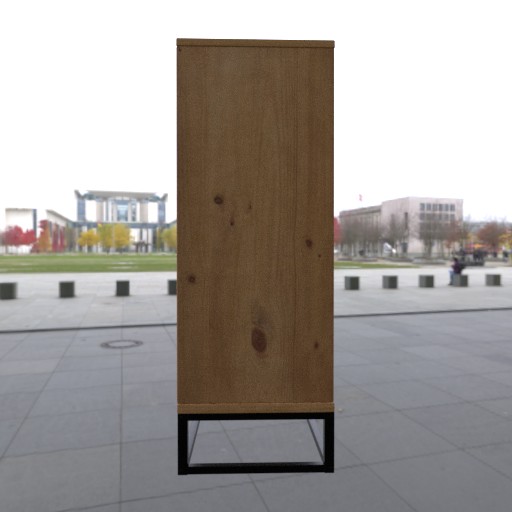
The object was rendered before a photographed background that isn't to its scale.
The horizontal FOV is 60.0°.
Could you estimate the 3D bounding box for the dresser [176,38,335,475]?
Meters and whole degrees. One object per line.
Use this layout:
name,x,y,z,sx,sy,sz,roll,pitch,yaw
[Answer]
dresser,0.000,0.000,1.640,0.479,1.240,0.761,0,1,-2
